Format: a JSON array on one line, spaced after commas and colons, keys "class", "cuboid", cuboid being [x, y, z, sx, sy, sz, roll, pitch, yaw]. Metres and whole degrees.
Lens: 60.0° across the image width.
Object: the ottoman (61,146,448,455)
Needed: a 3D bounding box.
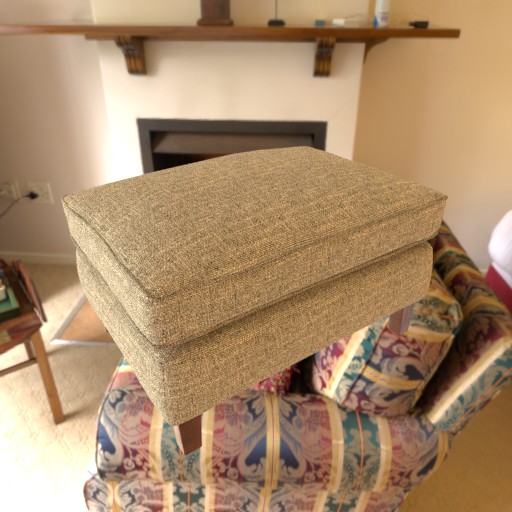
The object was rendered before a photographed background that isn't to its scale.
[{"class": "ottoman", "cuboid": [0.000, 0.000, 0.990, 0.686, 0.406, 0.508, -19, 34, -30]}]
